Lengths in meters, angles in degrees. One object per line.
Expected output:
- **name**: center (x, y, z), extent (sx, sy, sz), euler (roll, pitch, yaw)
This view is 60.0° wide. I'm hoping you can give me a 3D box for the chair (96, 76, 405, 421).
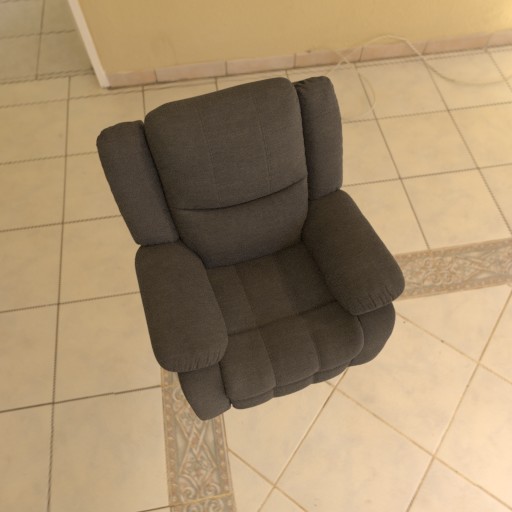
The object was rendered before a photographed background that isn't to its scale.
- **chair**: center (0.000, 0.000, 1.718), extent (0.899, 1.008, 0.944), euler (-17, 63, -9)
